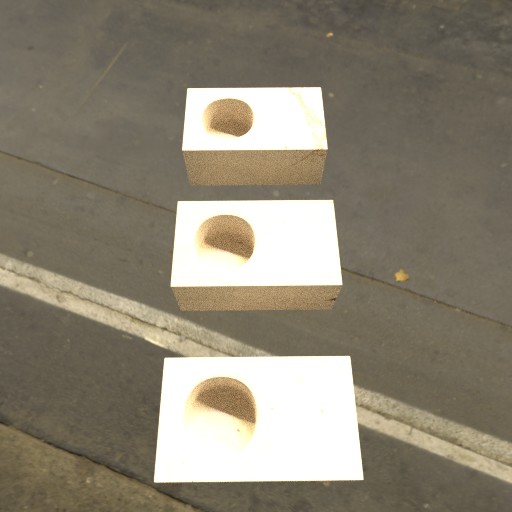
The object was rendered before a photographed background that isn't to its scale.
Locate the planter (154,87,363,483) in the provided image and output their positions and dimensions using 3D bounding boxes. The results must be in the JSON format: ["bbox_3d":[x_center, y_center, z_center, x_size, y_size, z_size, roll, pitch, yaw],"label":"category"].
[{"bbox_3d":[0.000,0.000,0.367,0.127,0.051,0.333,-1,63,0],"label":"planter"}]
